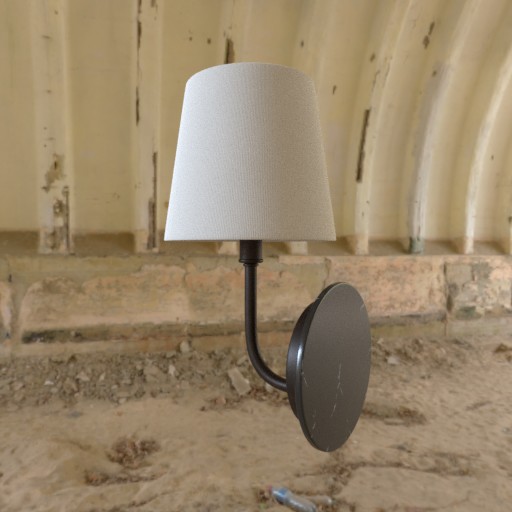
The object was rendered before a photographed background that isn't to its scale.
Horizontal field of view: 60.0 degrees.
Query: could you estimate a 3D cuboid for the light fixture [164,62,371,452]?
[{"bbox_3d":[0.000,0.000,0.444,0.188,0.337,0.168,1,2,36],"label":"light fixture"}]
